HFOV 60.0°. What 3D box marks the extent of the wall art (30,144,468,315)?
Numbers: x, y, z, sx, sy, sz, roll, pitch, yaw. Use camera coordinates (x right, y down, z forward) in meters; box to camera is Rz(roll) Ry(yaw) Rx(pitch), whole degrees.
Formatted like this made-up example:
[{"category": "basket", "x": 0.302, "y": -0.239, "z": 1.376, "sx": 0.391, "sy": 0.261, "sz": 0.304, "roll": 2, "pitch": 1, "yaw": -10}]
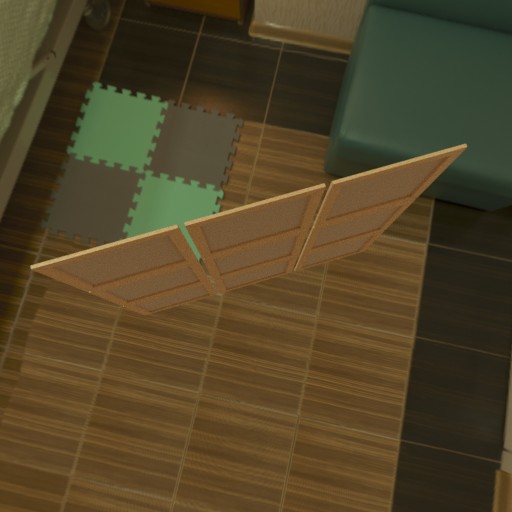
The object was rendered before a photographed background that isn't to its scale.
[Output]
[{"category": "wall art", "x": 0.000, "y": 0.000, "z": 2.214, "sx": 1.519, "sy": 1.507, "sz": 0.014, "roll": -16, "pitch": 77, "yaw": -4}]
